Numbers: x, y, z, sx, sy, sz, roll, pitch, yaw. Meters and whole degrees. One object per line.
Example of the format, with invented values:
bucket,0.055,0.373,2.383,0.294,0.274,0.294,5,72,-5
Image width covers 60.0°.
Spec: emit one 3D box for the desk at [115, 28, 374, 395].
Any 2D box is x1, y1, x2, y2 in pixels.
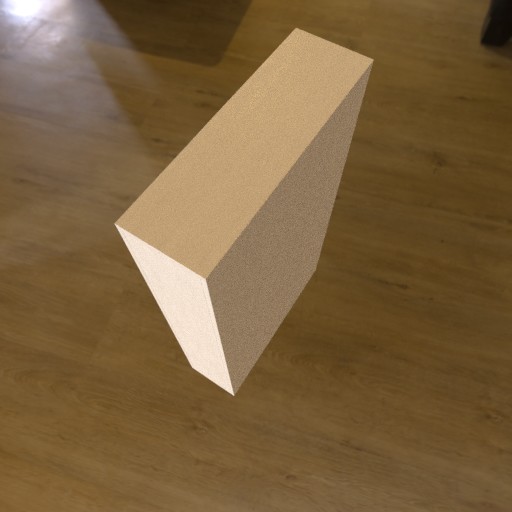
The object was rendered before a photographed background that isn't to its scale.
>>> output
desk,0.000,0.000,1.614,0.250,1.280,0.750,30,67,14
